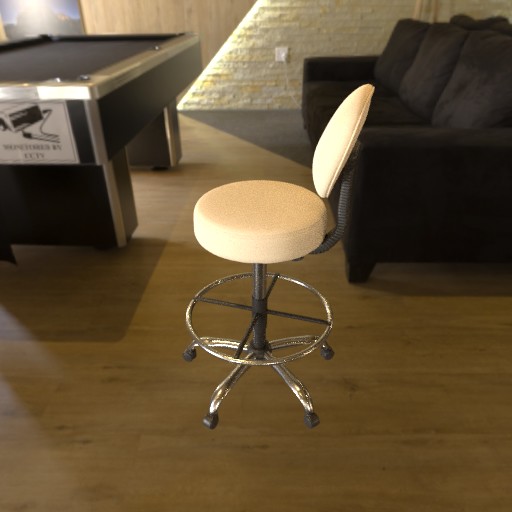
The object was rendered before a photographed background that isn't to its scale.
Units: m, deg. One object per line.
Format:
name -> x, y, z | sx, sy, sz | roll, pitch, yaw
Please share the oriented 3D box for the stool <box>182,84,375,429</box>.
stool -> 0.000, 0.000, 1.468 | 0.616, 1.080, 0.609 | 9, 32, 15
